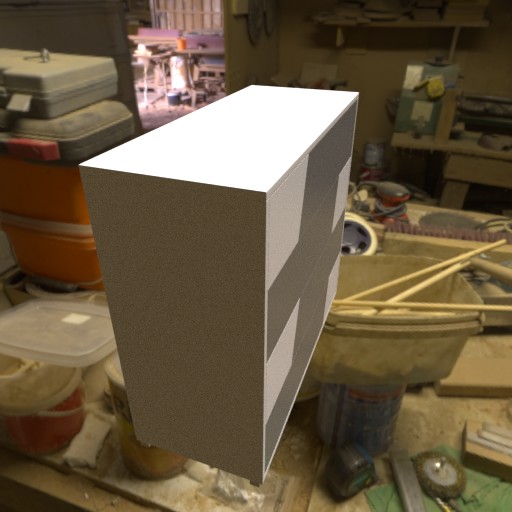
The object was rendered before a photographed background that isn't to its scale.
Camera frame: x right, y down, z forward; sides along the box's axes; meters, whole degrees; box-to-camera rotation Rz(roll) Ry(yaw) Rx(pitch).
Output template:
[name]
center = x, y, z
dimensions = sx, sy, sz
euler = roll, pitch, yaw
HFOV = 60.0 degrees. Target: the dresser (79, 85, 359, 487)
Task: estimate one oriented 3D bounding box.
[dresser]
center = 0.000, 0.000, 1.646
dimensions = 0.460, 1.000, 1.100
euler = 11, 32, 18
